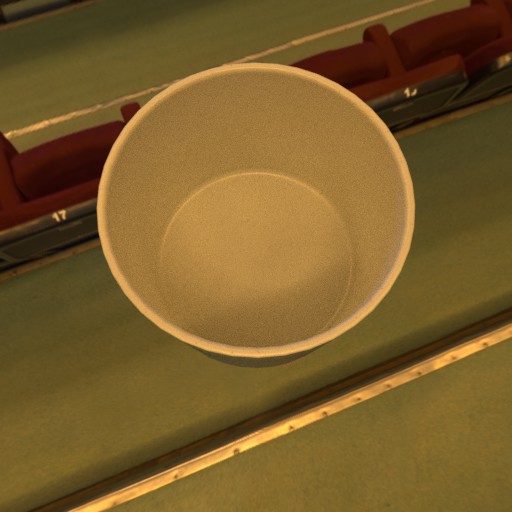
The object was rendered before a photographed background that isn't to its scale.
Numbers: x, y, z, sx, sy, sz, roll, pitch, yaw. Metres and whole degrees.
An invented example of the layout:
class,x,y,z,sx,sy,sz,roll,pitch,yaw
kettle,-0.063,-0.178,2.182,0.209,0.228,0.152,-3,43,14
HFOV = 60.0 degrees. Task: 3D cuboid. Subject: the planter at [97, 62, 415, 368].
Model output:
class,x,y,z,sx,sy,sz,roll,pitch,yaw
planter,0.000,0.000,0.394,0.192,0.263,0.192,0,74,0
